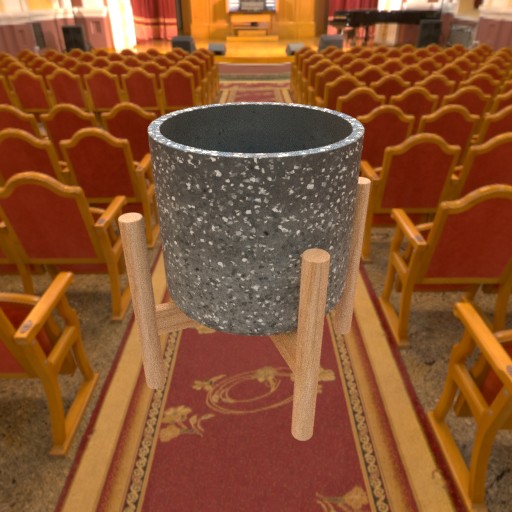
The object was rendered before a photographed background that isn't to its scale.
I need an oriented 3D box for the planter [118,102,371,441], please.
[{"bbox_3d":[0.000,0.000,0.545,0.284,0.320,0.284,0,30,0],"label":"planter"}]
